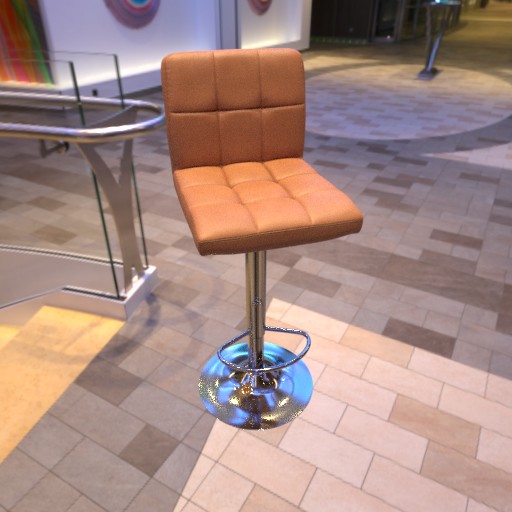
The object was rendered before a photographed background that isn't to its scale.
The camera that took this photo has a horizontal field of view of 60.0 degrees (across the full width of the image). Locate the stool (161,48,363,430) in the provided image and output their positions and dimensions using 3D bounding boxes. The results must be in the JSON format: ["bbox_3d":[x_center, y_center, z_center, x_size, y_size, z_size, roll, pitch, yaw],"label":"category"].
[{"bbox_3d":[0.000,0.000,1.368,0.430,1.115,0.505,-9,33,-14],"label":"stool"}]
